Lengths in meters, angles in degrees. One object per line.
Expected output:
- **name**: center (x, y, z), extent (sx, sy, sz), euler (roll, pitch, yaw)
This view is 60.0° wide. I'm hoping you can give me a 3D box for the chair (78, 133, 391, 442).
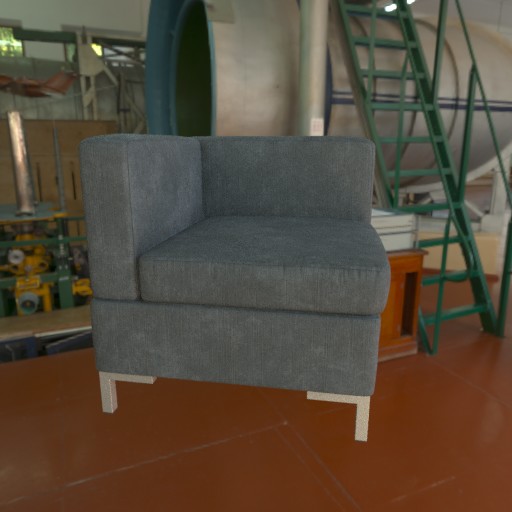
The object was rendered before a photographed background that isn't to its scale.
- **chair**: center (0.000, 0.000, 1.249), extent (0.680, 0.660, 0.680), euler (3, 15, 10)
